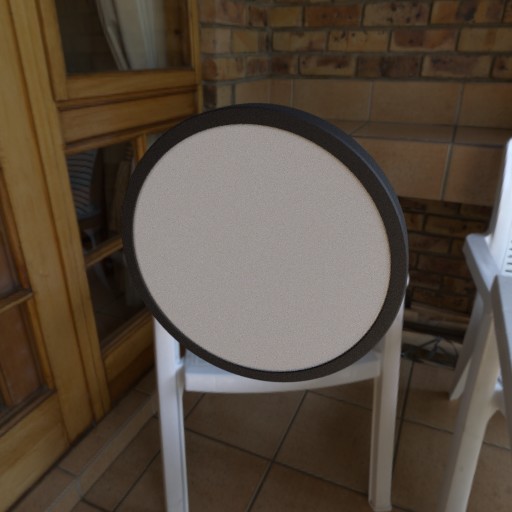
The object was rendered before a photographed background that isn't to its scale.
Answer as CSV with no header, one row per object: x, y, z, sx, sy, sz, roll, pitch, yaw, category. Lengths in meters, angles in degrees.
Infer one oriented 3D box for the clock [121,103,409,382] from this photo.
0.000,0.000,0.450,0.293,0.293,0.040,8,26,16,clock
